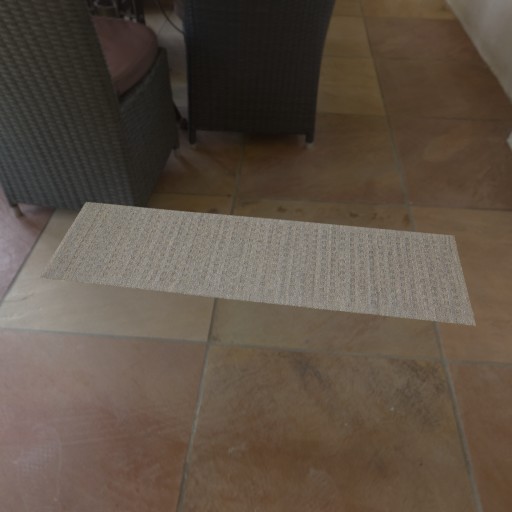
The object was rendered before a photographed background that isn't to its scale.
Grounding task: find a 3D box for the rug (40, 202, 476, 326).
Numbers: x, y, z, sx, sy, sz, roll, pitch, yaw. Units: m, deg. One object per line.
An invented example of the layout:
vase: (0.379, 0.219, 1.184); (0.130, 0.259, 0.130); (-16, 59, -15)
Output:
rug: (0.000, 0.000, 2.684); (2.437, 0.005, 0.688); (6, 47, 5)
